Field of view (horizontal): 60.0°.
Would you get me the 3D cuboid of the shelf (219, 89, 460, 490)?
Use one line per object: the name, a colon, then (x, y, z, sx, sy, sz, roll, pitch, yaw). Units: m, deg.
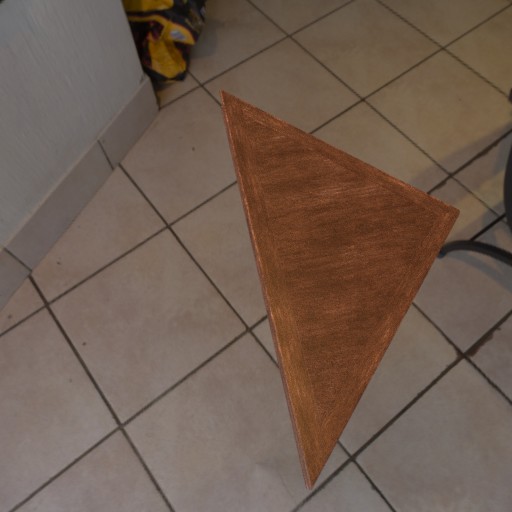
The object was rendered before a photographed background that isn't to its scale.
shelf: (0.000, 0.000, 0.439, 0.296, 0.035, 0.296, 31, 69, 14)
